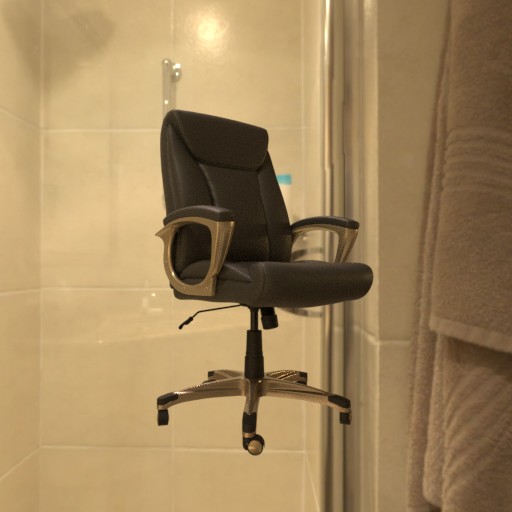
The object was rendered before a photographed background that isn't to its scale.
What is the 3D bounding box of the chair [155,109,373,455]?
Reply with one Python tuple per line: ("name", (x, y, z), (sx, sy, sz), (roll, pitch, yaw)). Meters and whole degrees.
("chair", (0.000, 0.000, 1.658), (0.694, 1.188, 0.748), (1, -1, -35))
